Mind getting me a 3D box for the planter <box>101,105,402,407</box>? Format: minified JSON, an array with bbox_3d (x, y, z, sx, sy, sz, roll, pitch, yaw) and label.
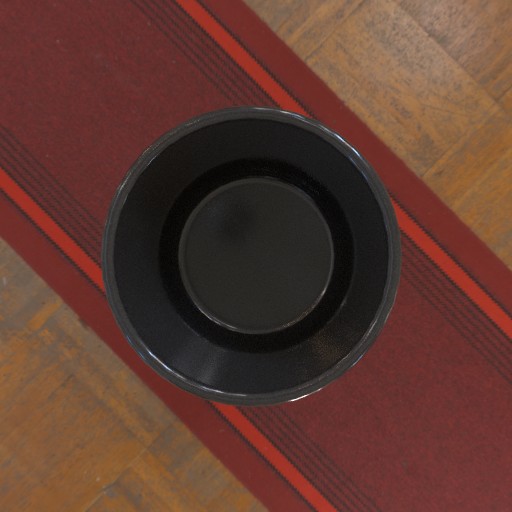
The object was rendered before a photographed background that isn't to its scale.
[{"bbox_3d":[0.000,0.000,0.541,0.251,0.355,0.251,0,90,2],"label":"planter"}]
